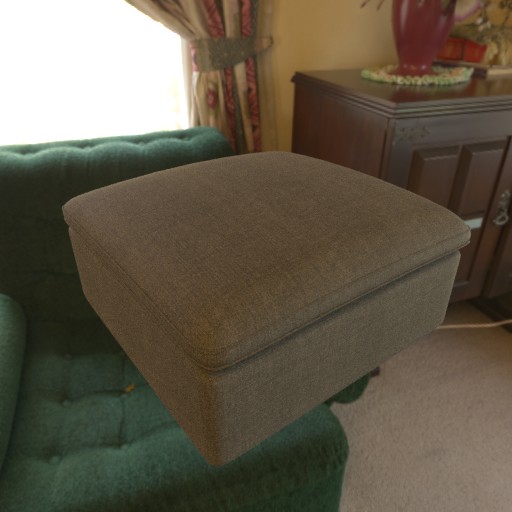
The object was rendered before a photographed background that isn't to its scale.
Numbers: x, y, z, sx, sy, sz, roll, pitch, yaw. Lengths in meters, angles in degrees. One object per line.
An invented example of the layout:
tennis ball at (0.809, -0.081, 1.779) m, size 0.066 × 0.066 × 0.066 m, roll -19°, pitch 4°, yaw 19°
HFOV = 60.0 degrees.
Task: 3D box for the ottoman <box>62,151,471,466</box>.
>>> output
ottoman at (0.000, 0.000, 1.644) m, size 1.067 × 0.559 × 1.067 m, roll -20°, pitch 35°, yaw -32°
